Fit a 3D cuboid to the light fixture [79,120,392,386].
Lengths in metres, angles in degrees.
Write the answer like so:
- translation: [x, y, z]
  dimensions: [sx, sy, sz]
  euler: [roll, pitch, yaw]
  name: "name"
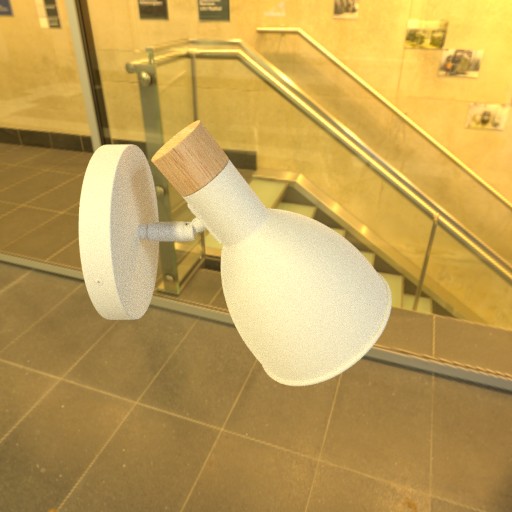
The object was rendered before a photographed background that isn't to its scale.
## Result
- translation: [0.000, 0.000, 0.334]
  dimensions: [0.209, 0.199, 0.127]
  euler: [0, 31, 0]
  name: "light fixture"
